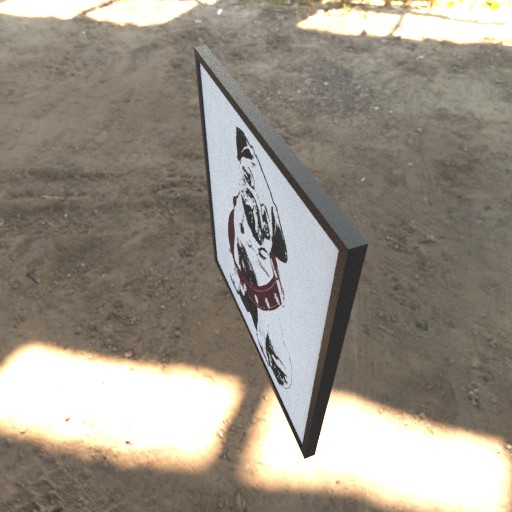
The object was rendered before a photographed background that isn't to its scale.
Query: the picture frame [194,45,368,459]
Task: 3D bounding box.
[{"bbox_3d":[0.000,0.000,1.140,0.032,0.775,0.775,-16,48,-15],"label":"picture frame"}]
